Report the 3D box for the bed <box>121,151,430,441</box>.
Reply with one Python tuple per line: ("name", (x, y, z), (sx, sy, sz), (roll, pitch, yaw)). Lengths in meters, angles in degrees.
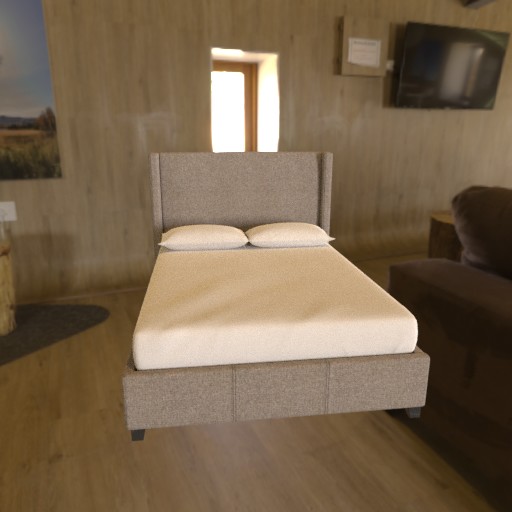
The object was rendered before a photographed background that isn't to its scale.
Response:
("bed", (0.000, 0.000, 3.389), (1.714, 1.476, 2.245), (-2, 16, -7))
